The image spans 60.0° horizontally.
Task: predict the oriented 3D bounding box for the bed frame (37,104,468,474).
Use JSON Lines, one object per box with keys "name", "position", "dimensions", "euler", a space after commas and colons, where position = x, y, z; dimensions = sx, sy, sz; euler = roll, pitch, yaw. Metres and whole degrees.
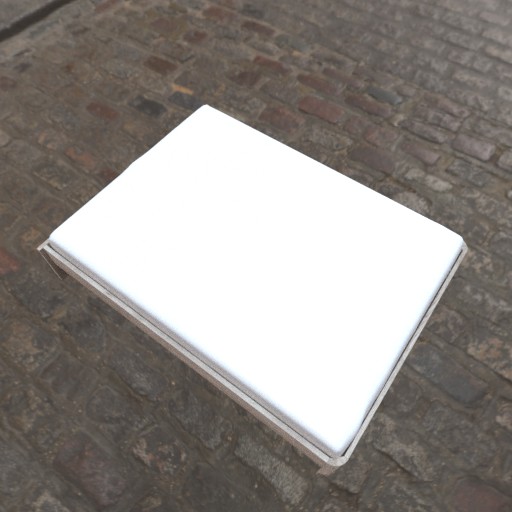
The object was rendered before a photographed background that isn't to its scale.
{"name": "bed frame", "position": [0.000, 0.000, 2.593], "dimensions": [1.950, 0.462, 1.490], "euler": [32, 64, 18]}
